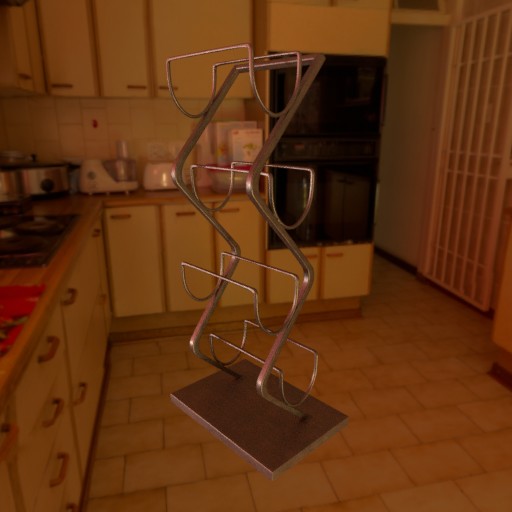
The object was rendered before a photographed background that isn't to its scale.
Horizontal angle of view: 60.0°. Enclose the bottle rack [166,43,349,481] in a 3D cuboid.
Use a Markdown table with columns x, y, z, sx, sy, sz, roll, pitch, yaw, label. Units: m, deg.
| x | y | z | sx | sy | sz | roll | pitch | yaw | label |
| --- | --- | --- | --- | --- | --- | --- | --- | --- | --- |
| 0.000 | 0.000 | 0.677 | 0.178 | 0.559 | 0.254 | -15 | 22 | -41 | bottle rack |
